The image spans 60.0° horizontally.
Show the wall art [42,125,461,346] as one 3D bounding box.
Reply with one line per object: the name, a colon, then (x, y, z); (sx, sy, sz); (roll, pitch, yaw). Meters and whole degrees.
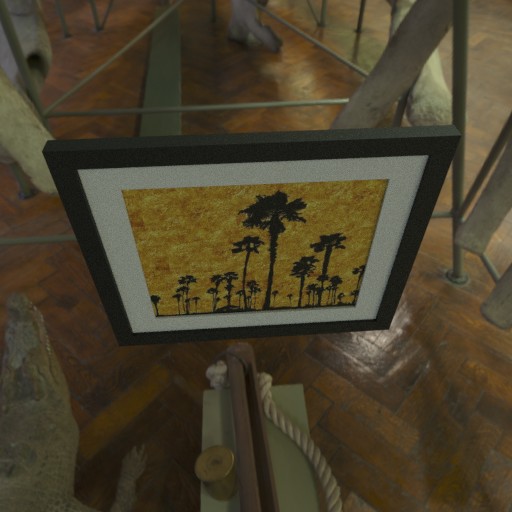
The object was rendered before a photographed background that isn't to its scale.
wall art: (0.000, 0.000, 0.764); (0.561, 0.460, 0.028); (-3, 46, -3)
